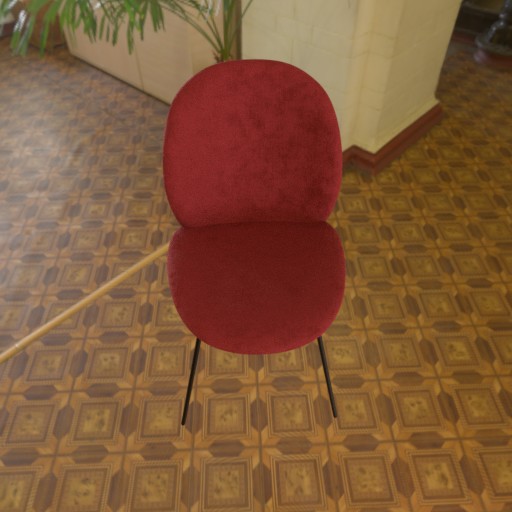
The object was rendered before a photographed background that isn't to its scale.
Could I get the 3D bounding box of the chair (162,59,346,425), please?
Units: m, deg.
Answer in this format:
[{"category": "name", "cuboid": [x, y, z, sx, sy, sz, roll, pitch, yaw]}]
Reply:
[{"category": "chair", "cuboid": [0.000, 0.000, 1.165, 0.458, 0.791, 0.587, -2, 46, -2]}]
